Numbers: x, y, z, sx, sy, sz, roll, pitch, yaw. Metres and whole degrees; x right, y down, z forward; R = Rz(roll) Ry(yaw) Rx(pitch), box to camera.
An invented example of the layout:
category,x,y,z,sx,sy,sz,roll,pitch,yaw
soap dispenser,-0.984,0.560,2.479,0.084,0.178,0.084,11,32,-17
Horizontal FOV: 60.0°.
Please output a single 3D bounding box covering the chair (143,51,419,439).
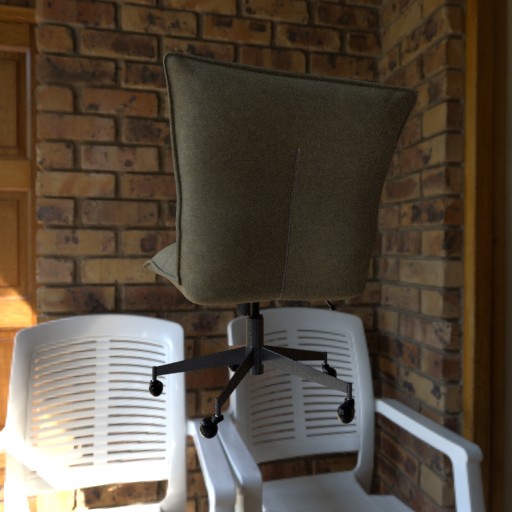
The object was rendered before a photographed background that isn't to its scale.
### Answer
category,x,y,z,sx,sy,sz,roll,pitch,yaw
chair,0.000,0.000,1.273,0.597,0.811,0.696,0,1,-18
